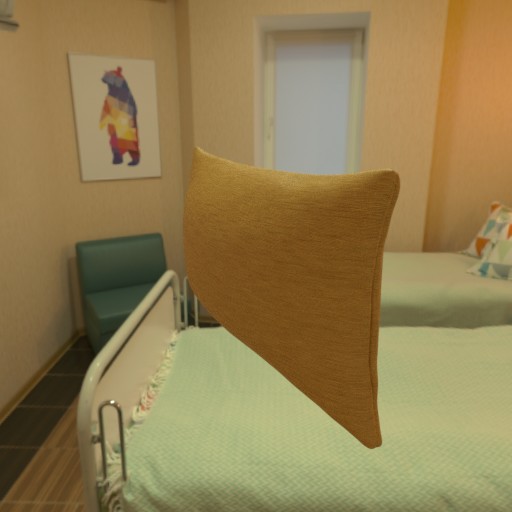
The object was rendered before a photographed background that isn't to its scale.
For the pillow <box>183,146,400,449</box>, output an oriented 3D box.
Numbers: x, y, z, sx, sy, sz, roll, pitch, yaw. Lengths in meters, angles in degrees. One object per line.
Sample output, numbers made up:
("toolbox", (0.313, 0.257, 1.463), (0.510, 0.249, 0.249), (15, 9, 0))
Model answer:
("pillow", (0.000, 0.000, 0.775), (0.210, 0.354, 0.634), (-8, 18, -26))
